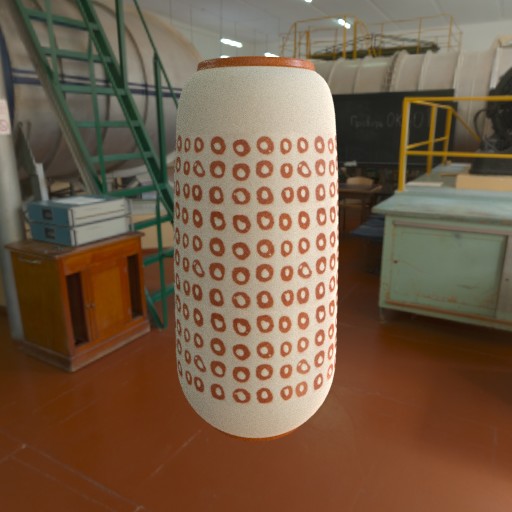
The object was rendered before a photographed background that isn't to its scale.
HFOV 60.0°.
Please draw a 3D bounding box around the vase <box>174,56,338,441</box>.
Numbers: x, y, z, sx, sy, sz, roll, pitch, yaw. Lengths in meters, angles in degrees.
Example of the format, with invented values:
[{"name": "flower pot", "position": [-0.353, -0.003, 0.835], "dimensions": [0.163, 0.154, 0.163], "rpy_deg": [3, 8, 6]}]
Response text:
[{"name": "vase", "position": [0.000, 0.000, 0.353], "dimensions": [0.133, 0.282, 0.133], "rpy_deg": [0, 16, 0]}]
